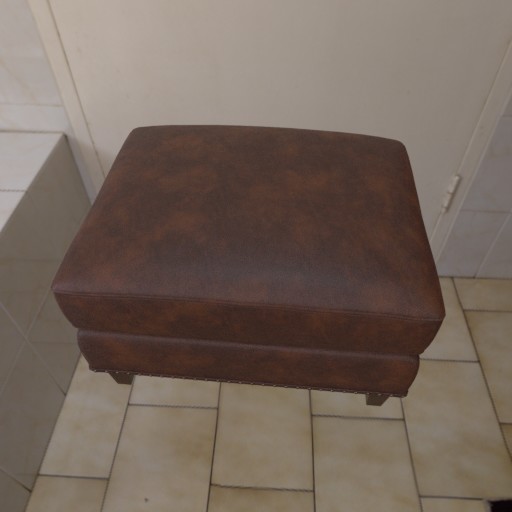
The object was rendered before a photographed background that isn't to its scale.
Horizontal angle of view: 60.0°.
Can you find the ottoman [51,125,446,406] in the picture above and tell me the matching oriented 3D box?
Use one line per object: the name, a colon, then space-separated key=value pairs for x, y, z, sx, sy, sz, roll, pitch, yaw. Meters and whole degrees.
ottoman: x=0.000 y=0.000 z=1.119 sx=0.742 sy=0.486 sz=0.586 roll=4 pitch=47 yaw=4
